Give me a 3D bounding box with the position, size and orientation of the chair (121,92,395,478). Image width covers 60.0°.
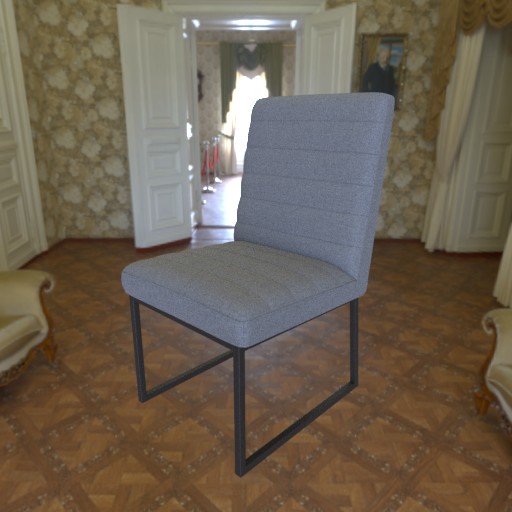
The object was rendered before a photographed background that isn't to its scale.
[{"bbox_3d":[0.000,0.000,1.329,0.520,0.930,0.634,16,23,41],"label":"chair"}]
